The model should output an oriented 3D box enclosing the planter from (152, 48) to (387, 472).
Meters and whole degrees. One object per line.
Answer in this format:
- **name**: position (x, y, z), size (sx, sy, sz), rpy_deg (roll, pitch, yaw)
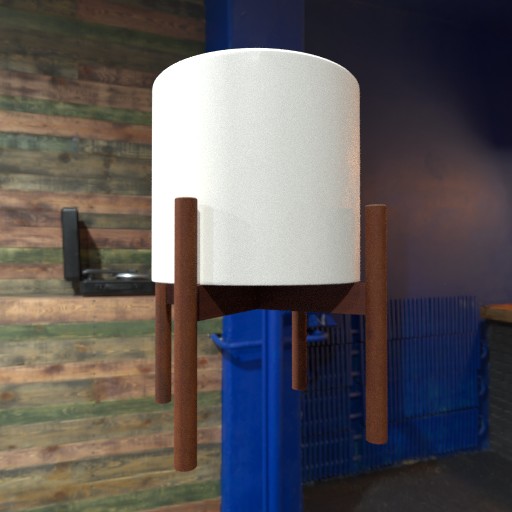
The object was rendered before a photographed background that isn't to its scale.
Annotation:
- **planter**: position (0.000, 0.000, 0.490), size (0.224, 0.358, 0.224), rpy_deg (0, -1, -18)
